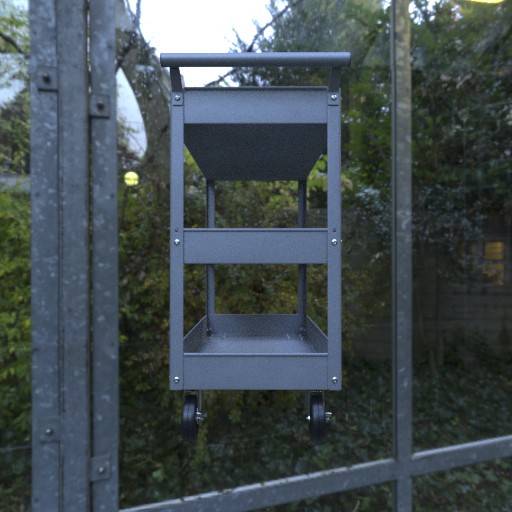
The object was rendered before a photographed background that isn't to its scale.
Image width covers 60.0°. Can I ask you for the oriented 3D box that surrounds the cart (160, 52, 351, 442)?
[{"bbox_3d":[0.000,0.000,1.202,0.366,0.780,0.719,0,-1,0],"label":"cart"}]
